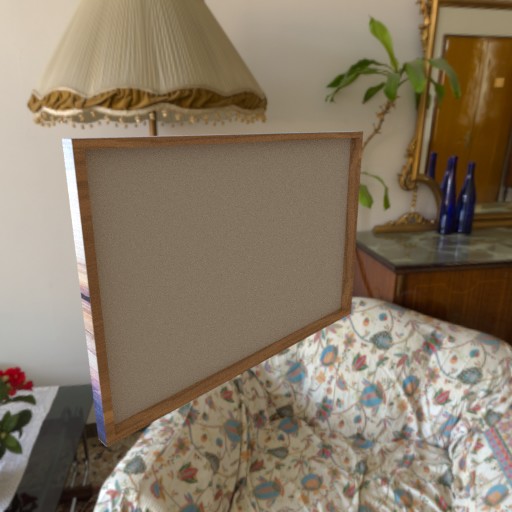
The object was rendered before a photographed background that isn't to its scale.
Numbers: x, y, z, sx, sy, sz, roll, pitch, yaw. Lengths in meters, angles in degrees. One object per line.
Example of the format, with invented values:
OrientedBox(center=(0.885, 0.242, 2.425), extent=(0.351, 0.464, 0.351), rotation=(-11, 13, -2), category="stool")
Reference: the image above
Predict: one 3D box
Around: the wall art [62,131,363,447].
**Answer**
OrientedBox(center=(0.000, 0.000, 1.138), extent=(0.037, 0.605, 0.911), rotation=(15, 23, 41), category="wall art")
